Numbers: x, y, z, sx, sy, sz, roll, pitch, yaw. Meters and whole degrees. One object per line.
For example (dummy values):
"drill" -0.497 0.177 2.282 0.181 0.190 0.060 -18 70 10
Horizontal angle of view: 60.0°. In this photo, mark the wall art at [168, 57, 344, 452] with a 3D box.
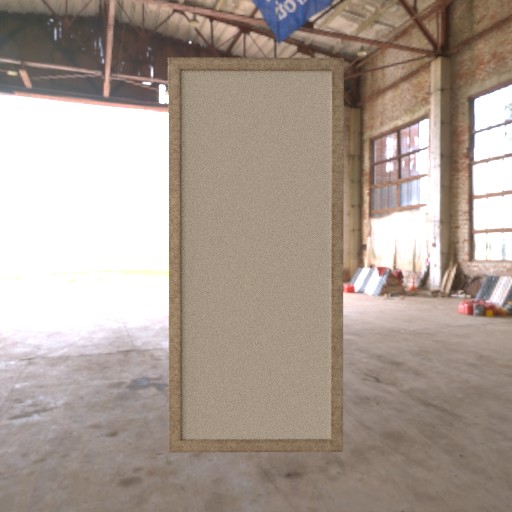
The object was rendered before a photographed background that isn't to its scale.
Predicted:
"wall art" 0.000 0.000 1.666 0.648 1.461 0.051 0 1 0
